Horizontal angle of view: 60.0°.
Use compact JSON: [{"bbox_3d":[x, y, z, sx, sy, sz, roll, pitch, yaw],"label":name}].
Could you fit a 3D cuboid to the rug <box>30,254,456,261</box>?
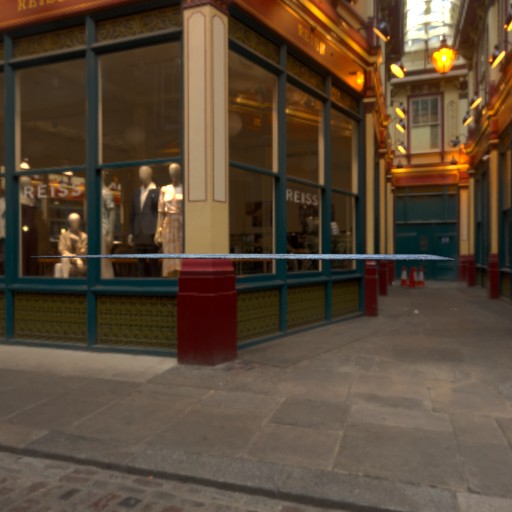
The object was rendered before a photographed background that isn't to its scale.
[{"bbox_3d":[0.000,0.000,2.373,1.828,0.005,1.219,0,1,18],"label":"rug"}]
